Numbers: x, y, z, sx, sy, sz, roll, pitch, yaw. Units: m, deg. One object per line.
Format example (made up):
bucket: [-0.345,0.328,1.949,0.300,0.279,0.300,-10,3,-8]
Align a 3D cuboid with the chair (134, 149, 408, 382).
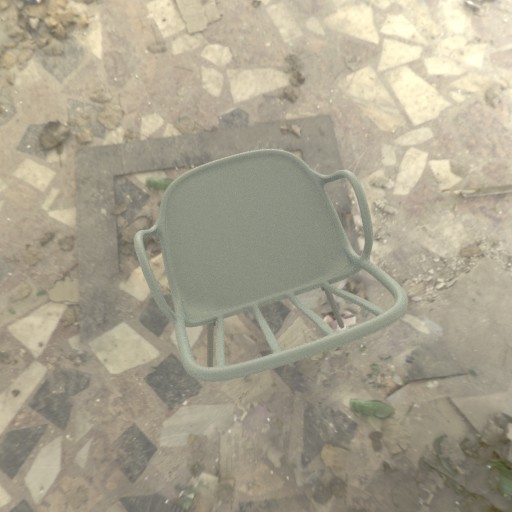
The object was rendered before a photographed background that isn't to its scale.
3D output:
chair: [0.000,0.000,1.209,0.549,0.816,0.597,-17,76,-5]
